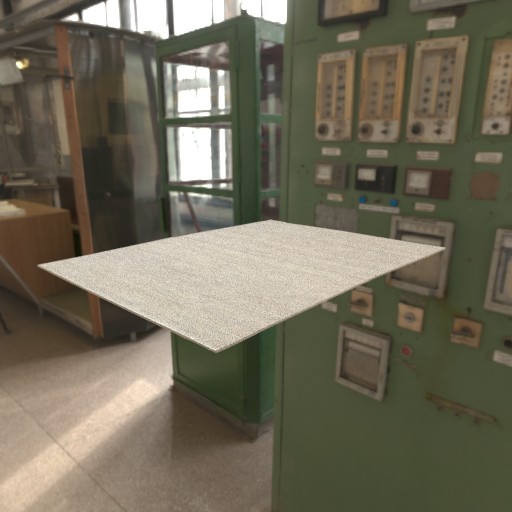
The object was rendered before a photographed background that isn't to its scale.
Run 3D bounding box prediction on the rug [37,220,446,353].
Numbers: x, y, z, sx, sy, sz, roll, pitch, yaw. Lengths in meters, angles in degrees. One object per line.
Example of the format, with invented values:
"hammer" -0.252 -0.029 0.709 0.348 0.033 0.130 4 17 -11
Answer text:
"rug" 0.000 0.000 4.880 2.757 0.051 3.626 14 20 42
